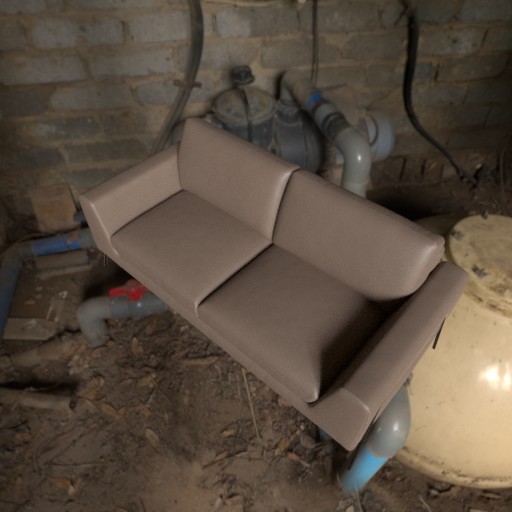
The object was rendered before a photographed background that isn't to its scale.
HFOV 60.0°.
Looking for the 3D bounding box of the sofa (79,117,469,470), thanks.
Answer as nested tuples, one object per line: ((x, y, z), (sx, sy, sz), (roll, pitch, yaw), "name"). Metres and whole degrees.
((0.000, 0.000, 2.517), (2.017, 0.875, 0.953), (33, 54, 27), "sofa")
